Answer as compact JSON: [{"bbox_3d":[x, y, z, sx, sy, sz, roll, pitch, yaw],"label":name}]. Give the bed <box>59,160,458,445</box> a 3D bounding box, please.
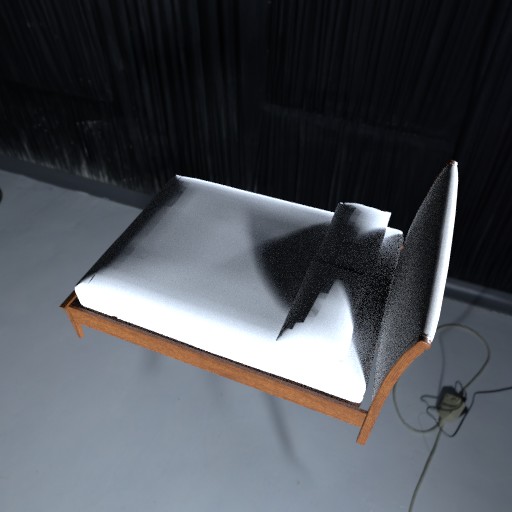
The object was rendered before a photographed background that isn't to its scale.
[{"bbox_3d":[0.000,0.000,3.232,2.380,1.250,1.612,16,48,15],"label":"bed"}]
